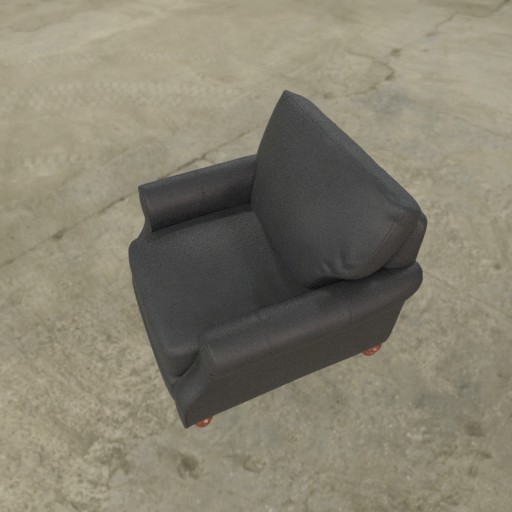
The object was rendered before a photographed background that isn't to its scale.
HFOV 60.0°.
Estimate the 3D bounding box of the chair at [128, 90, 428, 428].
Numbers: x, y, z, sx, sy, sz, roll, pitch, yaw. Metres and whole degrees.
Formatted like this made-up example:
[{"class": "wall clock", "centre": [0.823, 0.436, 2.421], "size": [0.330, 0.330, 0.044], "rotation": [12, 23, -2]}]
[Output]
[{"class": "chair", "centre": [0.000, 0.000, 1.808], "size": [1.027, 0.960, 1.015], "rotation": [-14, 49, -13]}]
